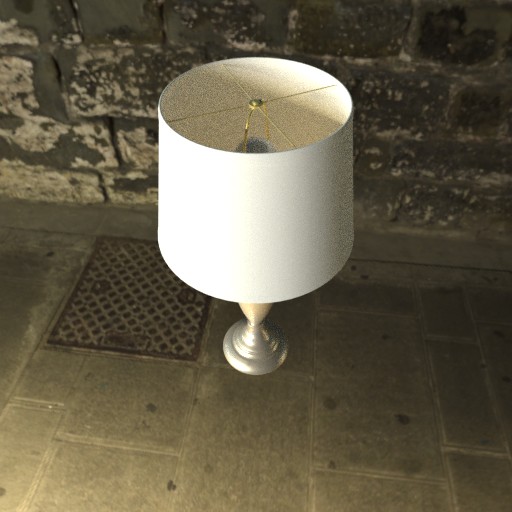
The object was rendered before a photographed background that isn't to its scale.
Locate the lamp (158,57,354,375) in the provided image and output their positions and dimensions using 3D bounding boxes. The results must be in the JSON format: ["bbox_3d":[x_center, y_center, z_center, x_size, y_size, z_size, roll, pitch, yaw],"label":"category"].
[{"bbox_3d":[0.000,0.000,0.808,0.328,0.612,0.328,0,47,0],"label":"lamp"}]
